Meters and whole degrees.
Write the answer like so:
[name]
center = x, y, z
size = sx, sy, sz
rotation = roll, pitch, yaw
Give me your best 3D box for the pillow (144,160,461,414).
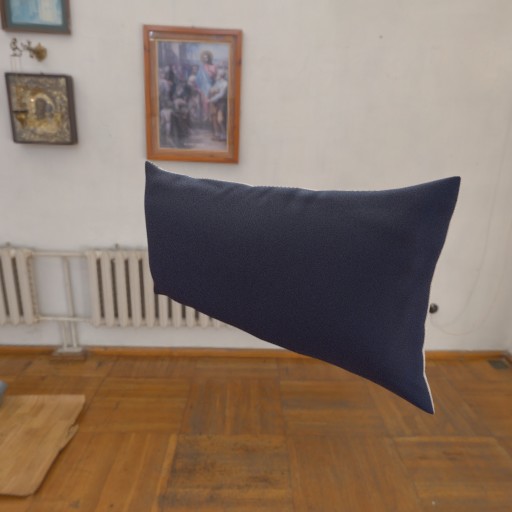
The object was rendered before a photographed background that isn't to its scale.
[pillow]
center = 0.000, 0.000, 0.709
size = 0.610, 0.287, 0.151
rotation = 14, 20, 43
